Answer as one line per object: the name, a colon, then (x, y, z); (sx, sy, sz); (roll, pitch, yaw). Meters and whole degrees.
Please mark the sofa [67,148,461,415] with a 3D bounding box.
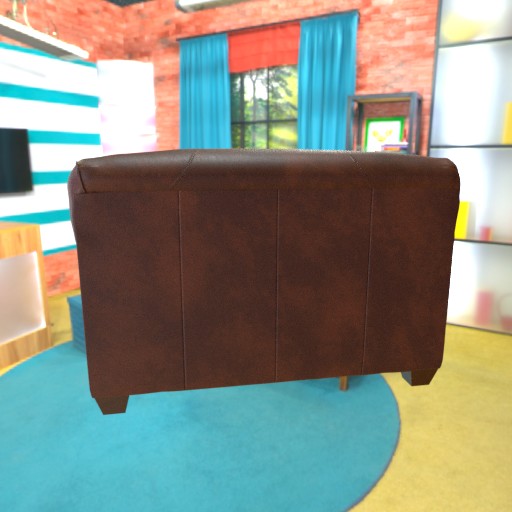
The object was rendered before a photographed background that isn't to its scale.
sofa: (0.000, 0.000, 2.062); (1.413, 0.956, 1.000); (-2, 13, -10)
